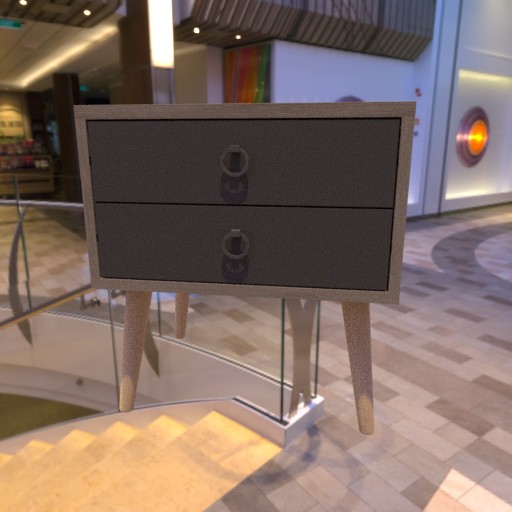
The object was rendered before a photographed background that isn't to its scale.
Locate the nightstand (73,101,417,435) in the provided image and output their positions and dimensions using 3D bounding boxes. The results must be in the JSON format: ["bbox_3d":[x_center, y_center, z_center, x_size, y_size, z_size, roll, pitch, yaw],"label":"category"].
[{"bbox_3d":[0.000,0.000,0.808,0.450,0.500,0.380,2,15,8],"label":"nightstand"}]
